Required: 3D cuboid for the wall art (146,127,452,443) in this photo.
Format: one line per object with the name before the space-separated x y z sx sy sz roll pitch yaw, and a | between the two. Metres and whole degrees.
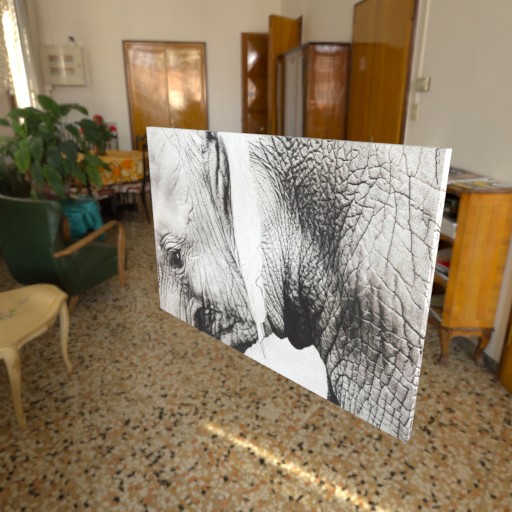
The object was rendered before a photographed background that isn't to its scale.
wall art | 0.000 0.000 1.147 0.914 0.607 0.023 18 26 42
